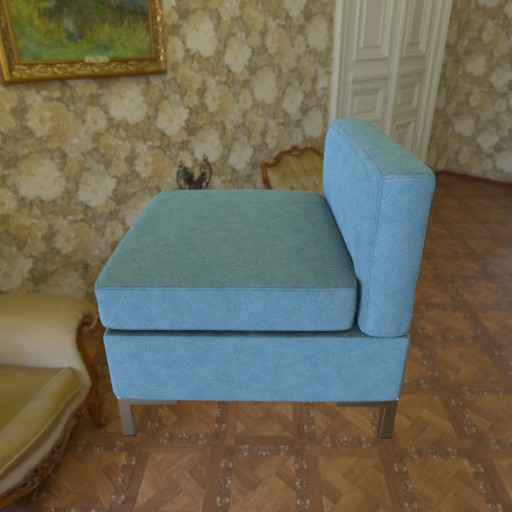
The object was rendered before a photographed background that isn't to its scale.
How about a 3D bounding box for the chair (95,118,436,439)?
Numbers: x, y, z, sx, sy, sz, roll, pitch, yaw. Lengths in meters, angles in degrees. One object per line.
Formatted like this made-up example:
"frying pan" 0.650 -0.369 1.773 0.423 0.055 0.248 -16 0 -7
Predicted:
"chair" 0.000 0.000 1.223 0.685 0.660 0.684 0 26 1
